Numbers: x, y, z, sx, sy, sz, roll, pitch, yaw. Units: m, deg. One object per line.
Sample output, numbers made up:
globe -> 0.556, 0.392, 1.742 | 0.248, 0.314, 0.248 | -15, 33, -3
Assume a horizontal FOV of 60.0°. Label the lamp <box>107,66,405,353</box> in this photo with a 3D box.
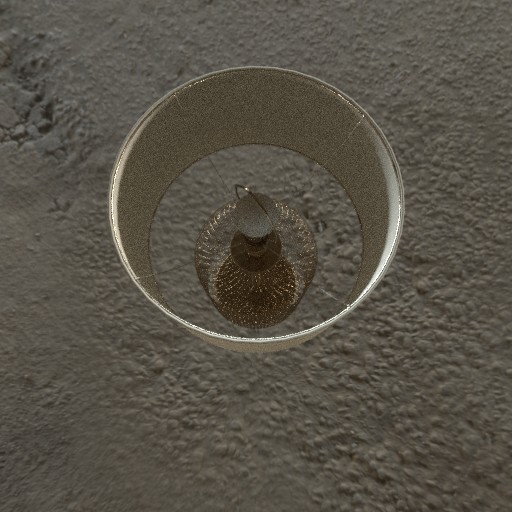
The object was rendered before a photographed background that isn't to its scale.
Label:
lamp -> 0.000, 0.000, 0.805 | 0.353, 0.578, 0.353 | 0, 75, 0
